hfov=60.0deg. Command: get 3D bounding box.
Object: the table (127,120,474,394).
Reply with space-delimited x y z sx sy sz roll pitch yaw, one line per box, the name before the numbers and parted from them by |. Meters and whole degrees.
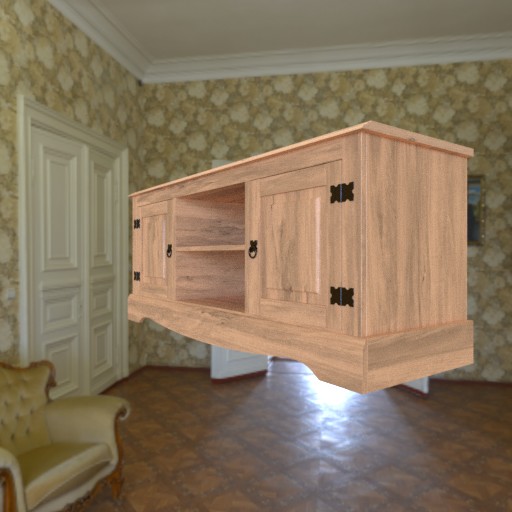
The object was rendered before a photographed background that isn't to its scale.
table | 0.000 0.000 1.418 0.400 0.510 1.200 0 0 -36
